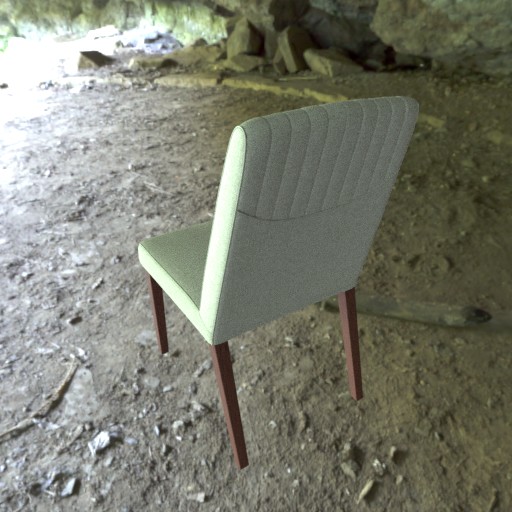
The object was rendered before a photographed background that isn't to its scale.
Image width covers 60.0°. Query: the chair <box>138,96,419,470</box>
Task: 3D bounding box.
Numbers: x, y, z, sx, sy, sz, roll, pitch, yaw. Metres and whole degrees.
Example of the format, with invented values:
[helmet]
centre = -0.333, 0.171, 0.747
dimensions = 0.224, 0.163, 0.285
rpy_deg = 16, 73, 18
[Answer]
[chair]
centre = 0.000, 0.000, 1.217
dimensions = 0.480, 0.900, 0.594
rpy_deg = -18, 35, -28
